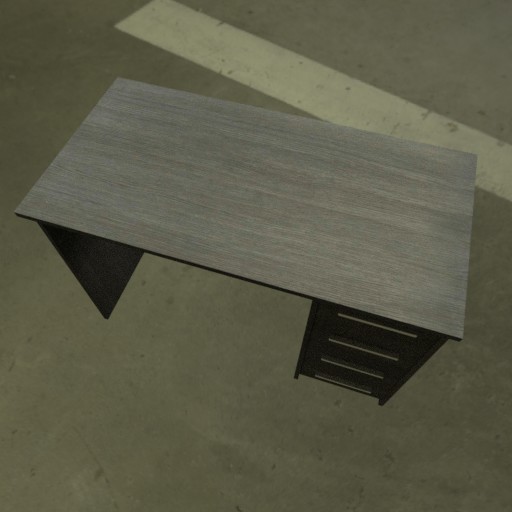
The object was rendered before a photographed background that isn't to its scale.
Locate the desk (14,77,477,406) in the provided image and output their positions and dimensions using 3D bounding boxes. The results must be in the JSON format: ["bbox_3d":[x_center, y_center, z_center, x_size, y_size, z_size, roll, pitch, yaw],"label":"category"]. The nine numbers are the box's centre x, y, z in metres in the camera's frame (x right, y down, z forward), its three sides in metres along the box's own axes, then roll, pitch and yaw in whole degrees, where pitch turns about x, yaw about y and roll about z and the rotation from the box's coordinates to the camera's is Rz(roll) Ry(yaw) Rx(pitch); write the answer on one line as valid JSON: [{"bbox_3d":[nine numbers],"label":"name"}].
[{"bbox_3d":[0.000,0.000,1.470,1.096,0.730,0.560,15,59,9],"label":"desk"}]
